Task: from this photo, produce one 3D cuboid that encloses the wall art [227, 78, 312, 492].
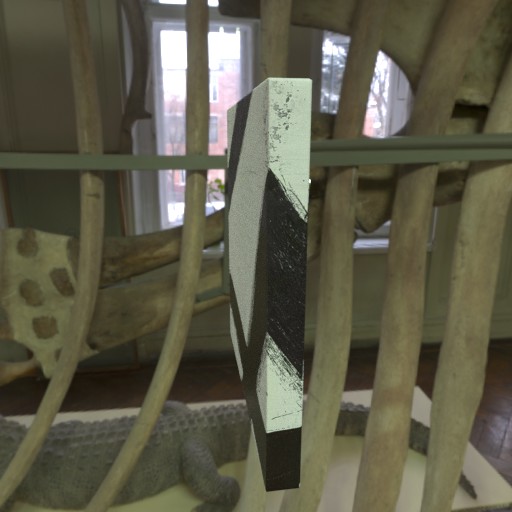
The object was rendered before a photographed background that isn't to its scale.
[{"bbox_3d":[0.000,0.000,0.759,0.050,0.508,0.507,-2,15,-8],"label":"wall art"}]
